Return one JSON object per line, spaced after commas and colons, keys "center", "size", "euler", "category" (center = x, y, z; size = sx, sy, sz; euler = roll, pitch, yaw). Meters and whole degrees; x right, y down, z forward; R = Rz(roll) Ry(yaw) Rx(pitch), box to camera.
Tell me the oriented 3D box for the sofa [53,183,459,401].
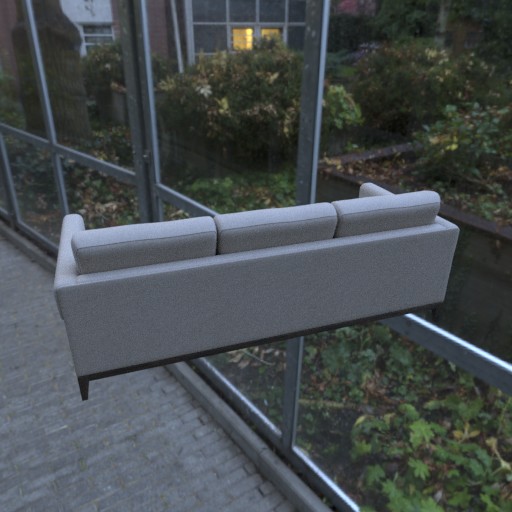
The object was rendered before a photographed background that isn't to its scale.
{"center": [0.000, 0.000, 2.759], "size": [2.210, 0.838, 0.959], "euler": [-8, 27, -17], "category": "sofa"}
